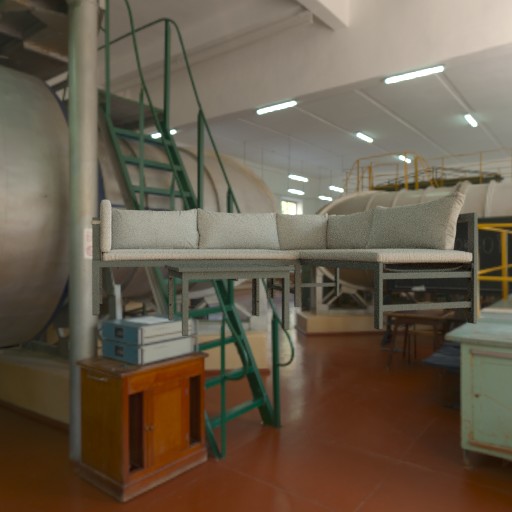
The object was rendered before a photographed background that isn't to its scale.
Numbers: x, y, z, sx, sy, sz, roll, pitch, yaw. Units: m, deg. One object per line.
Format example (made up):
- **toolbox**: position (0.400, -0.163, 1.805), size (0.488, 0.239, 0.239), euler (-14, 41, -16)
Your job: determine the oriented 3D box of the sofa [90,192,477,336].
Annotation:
- **sofa**: position (0.000, 0.000, 2.969), size (2.096, 0.758, 1.658), euler (0, 1, -18)
